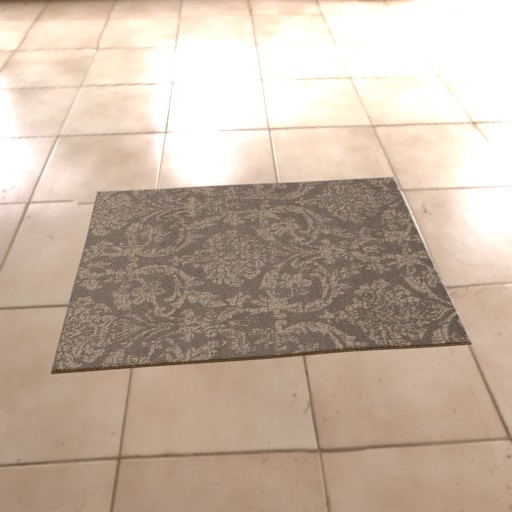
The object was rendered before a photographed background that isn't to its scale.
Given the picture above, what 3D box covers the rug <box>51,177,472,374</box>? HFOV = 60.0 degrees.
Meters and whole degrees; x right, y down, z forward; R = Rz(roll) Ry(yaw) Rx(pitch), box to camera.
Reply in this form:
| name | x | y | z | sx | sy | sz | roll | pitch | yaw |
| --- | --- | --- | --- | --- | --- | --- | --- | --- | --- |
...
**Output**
| name | x | y | z | sx | sy | sz | roll | pitch | yaw |
| --- | --- | --- | --- | --- | --- | --- | --- | --- | --- |
| rug | 0.000 | 0.000 | 2.315 | 1.824 | 0.012 | 1.206 | -3 | 47 | -3 |
